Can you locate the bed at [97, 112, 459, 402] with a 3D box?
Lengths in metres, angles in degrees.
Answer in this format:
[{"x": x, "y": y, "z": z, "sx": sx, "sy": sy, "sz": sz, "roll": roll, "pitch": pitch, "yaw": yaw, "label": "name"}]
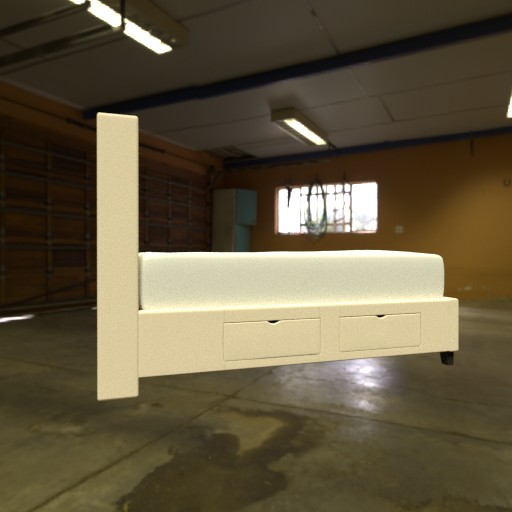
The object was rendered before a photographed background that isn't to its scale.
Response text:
[{"x": 0.000, "y": 0.000, "z": 3.432, "sx": 2.280, "sy": 1.471, "sz": 1.765, "roll": 0, "pitch": 0, "yaw": -18, "label": "bed"}]
